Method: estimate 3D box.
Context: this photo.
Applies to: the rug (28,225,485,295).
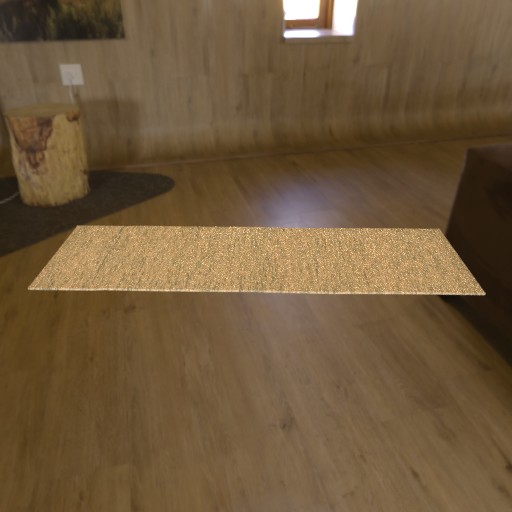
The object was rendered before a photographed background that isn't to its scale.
[{"bbox_3d":[0.000,0.000,2.509,2.290,0.014,0.700,1,31,1],"label":"rug"}]
